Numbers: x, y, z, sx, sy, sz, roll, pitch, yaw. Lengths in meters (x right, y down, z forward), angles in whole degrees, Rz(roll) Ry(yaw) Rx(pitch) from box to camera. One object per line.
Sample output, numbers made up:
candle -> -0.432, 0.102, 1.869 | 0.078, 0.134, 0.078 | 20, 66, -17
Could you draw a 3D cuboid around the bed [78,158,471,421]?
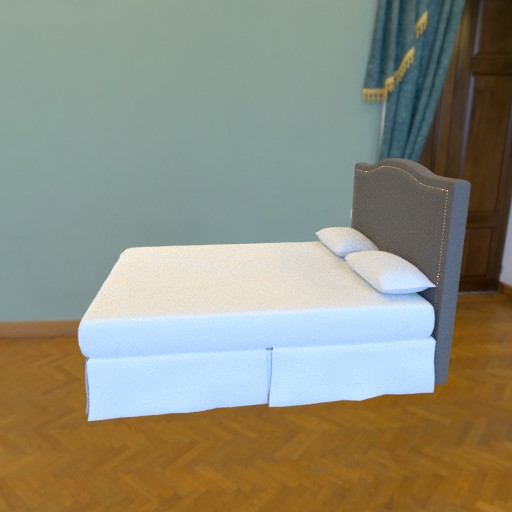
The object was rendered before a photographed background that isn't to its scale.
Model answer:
bed -> 0.000, 0.000, 3.375 | 2.282, 1.436, 1.821 | -2, 16, -7
